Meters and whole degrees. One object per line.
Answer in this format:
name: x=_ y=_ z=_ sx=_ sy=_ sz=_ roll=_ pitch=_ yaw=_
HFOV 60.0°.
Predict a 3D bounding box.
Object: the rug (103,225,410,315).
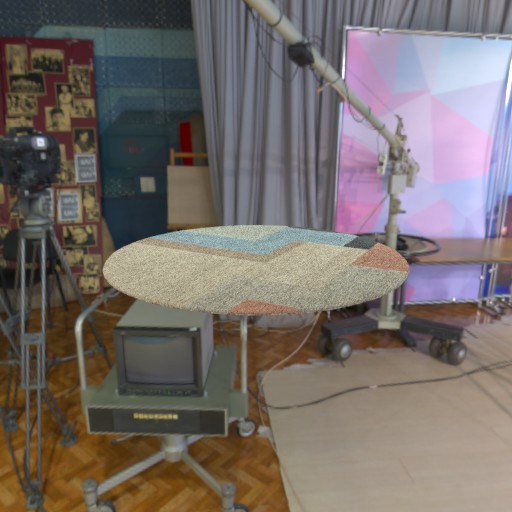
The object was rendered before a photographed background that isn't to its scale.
rug: x=0.000 y=0.000 z=3.745 sx=2.461 sy=0.033 sz=2.461 roll=0 pitch=16 yaw=0
